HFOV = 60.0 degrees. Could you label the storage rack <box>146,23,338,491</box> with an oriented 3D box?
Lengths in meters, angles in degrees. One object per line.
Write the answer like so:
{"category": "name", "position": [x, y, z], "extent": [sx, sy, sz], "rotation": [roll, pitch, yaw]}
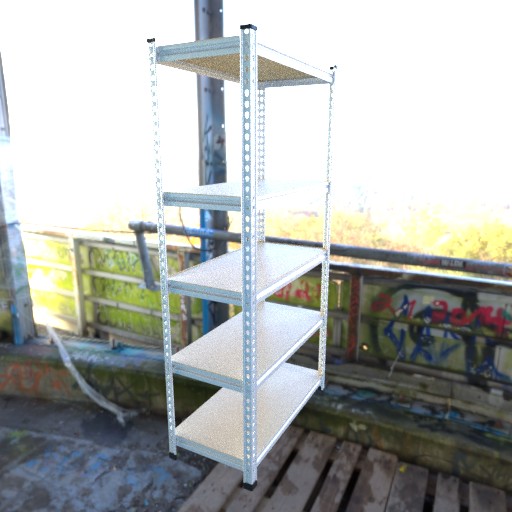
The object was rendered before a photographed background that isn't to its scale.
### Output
{"category": "storage rack", "position": [0.000, 0.000, 2.172], "extent": [0.457, 1.829, 0.914], "rotation": [7, 16, 27]}
